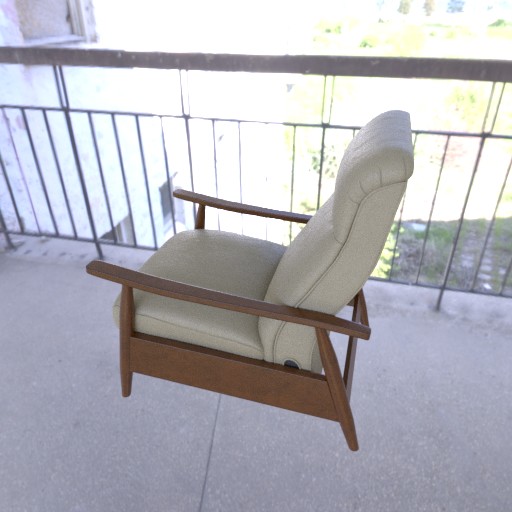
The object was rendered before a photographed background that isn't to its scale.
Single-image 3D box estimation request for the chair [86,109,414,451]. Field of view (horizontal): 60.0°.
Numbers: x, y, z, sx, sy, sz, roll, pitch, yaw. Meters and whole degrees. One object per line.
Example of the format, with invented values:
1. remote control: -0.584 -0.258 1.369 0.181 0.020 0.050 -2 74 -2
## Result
1. chair: 0.000 0.000 1.756 1.014 1.082 0.762 8 31 13
